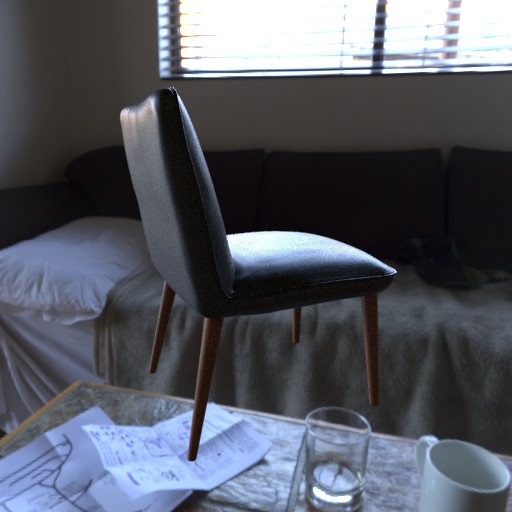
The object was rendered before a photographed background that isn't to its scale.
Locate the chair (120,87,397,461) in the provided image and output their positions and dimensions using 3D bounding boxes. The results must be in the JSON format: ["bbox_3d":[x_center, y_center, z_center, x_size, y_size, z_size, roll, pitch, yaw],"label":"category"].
[{"bbox_3d":[0.000,0.000,1.215,0.645,0.801,0.543,-8,16,-28],"label":"chair"}]
